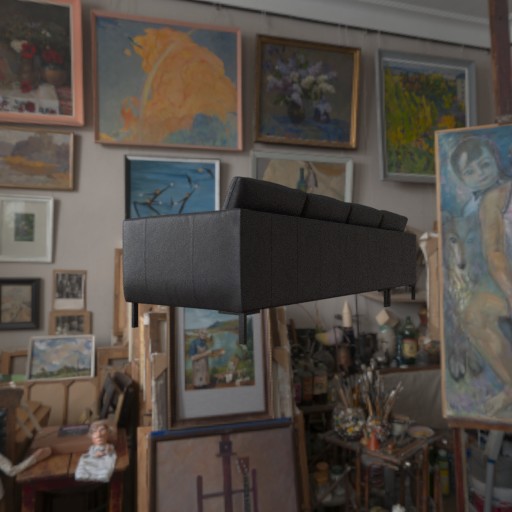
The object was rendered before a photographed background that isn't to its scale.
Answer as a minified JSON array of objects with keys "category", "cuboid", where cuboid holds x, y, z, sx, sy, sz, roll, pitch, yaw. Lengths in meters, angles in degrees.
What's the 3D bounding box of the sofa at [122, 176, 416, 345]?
[{"category":"sofa","cuboid":[0.000,0.000,3.860,1.938,0.877,2.984,0,0,36]}]
